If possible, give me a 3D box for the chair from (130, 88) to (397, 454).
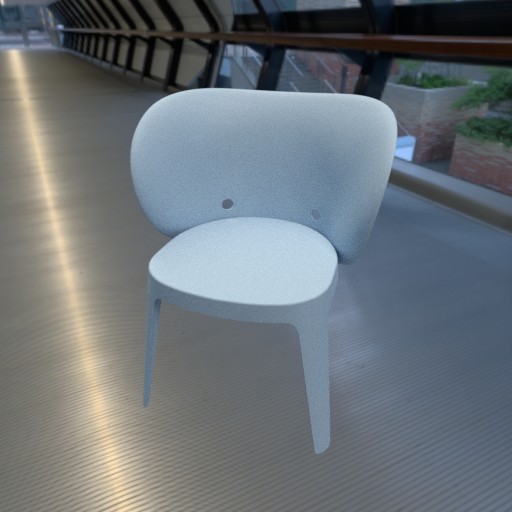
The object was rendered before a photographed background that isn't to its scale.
[{"bbox_3d":[0.000,0.000,0.847,0.451,0.554,0.402,9,29,16],"label":"chair"}]
